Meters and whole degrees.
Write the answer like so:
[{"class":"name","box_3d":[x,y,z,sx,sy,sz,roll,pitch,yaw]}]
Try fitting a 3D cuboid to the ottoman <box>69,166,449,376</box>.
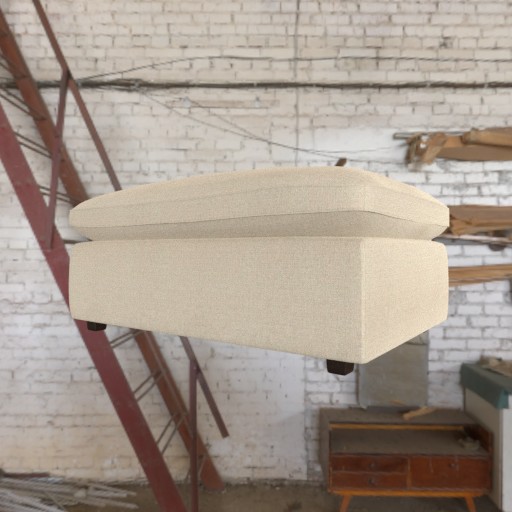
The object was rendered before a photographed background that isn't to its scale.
[{"class":"ottoman","box_3d":[0.000,0.000,1.340,0.984,0.453,0.686,1,1,36]}]
